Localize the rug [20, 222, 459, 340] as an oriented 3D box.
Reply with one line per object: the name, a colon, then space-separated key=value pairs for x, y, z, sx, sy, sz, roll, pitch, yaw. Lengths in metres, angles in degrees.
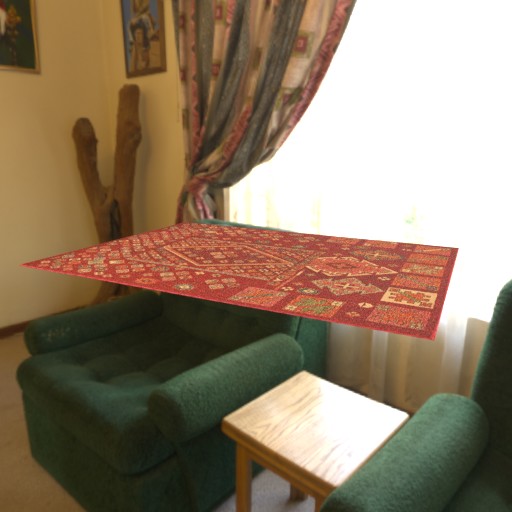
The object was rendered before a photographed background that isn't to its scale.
rug: x=0.000 y=0.000 z=4.082 sx=3.306 sy=0.011 sz=2.389 roll=7 pitch=16 yaw=26
